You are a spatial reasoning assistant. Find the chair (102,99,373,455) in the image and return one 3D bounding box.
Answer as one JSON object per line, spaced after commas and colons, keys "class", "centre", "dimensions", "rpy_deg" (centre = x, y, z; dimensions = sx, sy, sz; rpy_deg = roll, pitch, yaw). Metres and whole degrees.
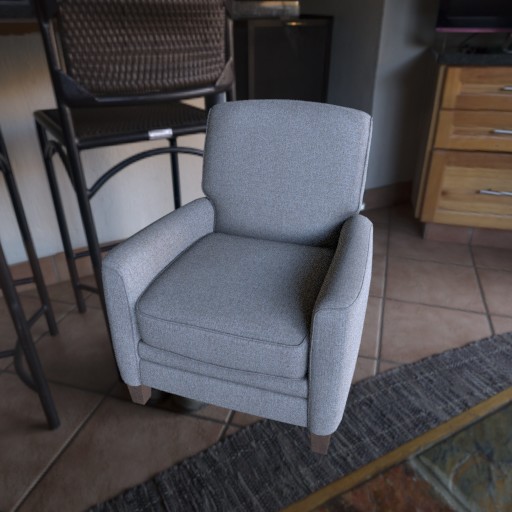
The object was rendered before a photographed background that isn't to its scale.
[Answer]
{"class": "chair", "centre": [0.000, 0.000, 1.668], "dimensions": [0.848, 1.014, 0.864], "rpy_deg": [9, 29, 16]}
